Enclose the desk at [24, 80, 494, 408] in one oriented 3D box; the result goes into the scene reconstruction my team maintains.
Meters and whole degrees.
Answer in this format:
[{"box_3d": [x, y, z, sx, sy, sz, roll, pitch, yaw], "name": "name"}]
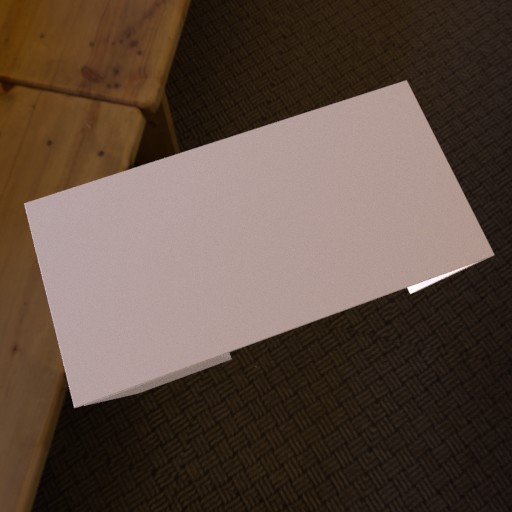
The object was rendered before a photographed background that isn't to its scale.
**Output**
[{"box_3d": [0.000, 0.000, 1.820, 1.400, 0.740, 0.690, -19, 77, -5], "name": "desk"}]
